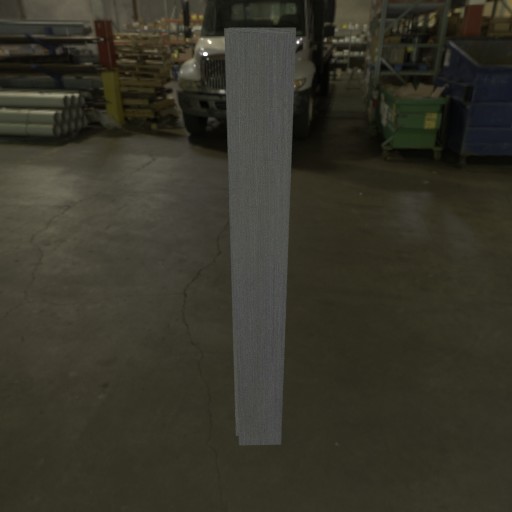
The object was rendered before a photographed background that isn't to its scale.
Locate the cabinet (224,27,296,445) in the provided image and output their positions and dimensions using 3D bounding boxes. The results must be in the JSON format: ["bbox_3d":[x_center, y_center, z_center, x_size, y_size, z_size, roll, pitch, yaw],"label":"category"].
[{"bbox_3d":[0.000,0.000,1.960,0.230,1.790,0.500,-1,27,-1],"label":"cabinet"}]
